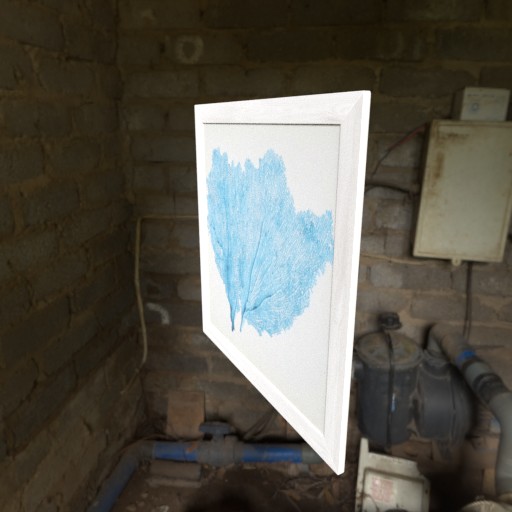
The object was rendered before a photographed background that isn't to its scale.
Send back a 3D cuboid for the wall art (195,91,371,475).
[{"bbox_3d":[0.000,0.000,0.880,0.013,0.584,0.584,-9,19,-27],"label":"wall art"}]
